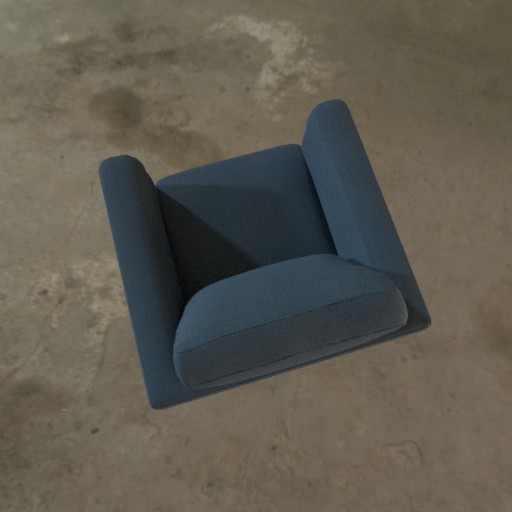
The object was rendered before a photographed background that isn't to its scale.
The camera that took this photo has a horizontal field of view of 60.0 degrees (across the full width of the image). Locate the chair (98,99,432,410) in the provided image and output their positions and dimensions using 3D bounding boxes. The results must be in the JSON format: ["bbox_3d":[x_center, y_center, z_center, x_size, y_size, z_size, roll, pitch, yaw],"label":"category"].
[{"bbox_3d":[0.000,0.000,1.573,0.855,0.922,0.820,-16,76,-4],"label":"chair"}]
